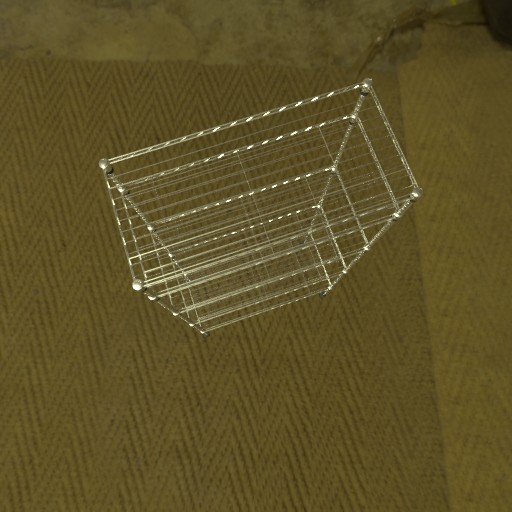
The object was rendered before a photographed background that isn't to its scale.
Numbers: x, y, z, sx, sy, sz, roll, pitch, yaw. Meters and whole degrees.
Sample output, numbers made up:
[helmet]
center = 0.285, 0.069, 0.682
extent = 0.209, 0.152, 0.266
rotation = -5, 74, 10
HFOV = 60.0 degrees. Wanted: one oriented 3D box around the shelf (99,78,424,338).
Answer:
[shelf]
center = 0.000, 0.000, 1.870
extent = 0.762, 1.587, 0.356
rotation = -18, 77, -5
